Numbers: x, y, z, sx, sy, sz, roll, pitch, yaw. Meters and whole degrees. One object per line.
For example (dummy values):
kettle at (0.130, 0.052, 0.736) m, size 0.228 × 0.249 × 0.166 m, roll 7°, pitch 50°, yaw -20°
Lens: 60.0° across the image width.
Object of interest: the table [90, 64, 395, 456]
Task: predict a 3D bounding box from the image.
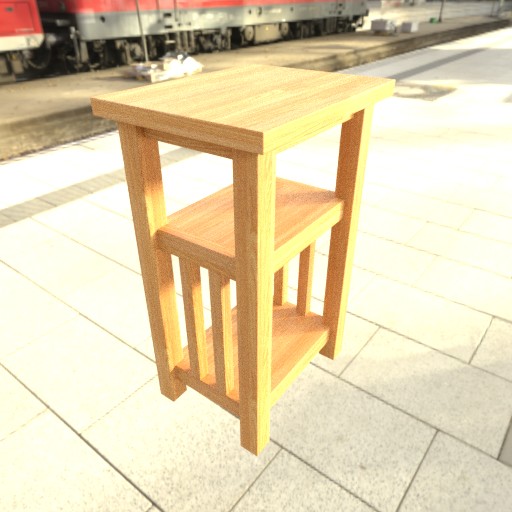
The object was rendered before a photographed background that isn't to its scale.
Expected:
table at (0.000, 0.000, 0.761) m, size 0.270 × 0.550 × 0.350 m, roll 21°, pitch 37°, yaw 30°
